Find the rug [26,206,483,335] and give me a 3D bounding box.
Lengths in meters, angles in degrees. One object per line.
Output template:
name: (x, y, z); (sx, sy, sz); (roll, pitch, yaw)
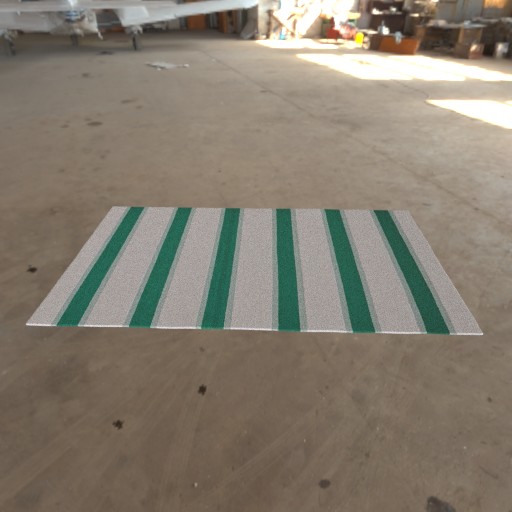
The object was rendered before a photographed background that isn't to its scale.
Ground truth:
rug: (0.000, 0.000, 3.002); (2.436, 0.015, 1.521); (1, 31, 2)
